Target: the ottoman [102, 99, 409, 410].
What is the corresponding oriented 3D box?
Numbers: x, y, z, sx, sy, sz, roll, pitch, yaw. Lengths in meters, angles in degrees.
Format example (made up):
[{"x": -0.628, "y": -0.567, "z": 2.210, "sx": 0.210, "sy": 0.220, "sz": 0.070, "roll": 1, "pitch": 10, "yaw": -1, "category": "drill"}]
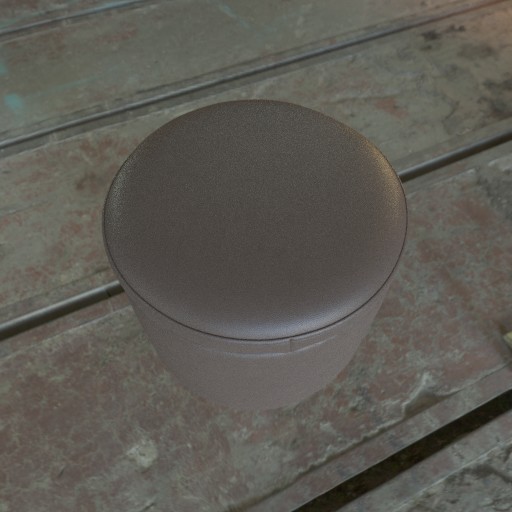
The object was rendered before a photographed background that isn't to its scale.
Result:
[{"x": 0.000, "y": 0.000, "z": 0.865, "sx": 0.500, "sy": 0.409, "sz": 0.500, "roll": 0, "pitch": 57, "yaw": 0, "category": "ottoman"}]
